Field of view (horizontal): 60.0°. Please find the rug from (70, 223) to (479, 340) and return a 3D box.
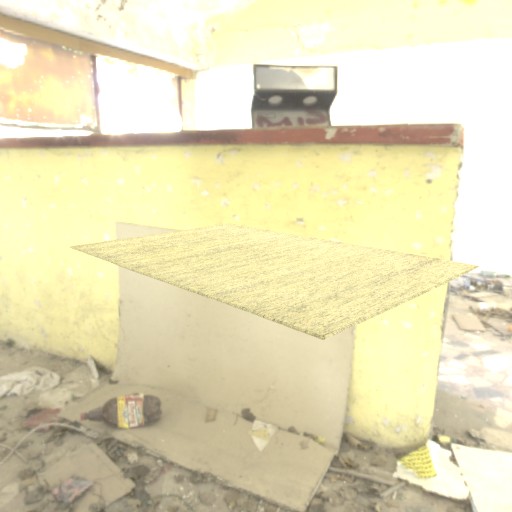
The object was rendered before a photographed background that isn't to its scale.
[{"bbox_3d":[0.000,0.000,2.896,1.523,0.017,2.263,-12,18,-43],"label":"rug"}]
